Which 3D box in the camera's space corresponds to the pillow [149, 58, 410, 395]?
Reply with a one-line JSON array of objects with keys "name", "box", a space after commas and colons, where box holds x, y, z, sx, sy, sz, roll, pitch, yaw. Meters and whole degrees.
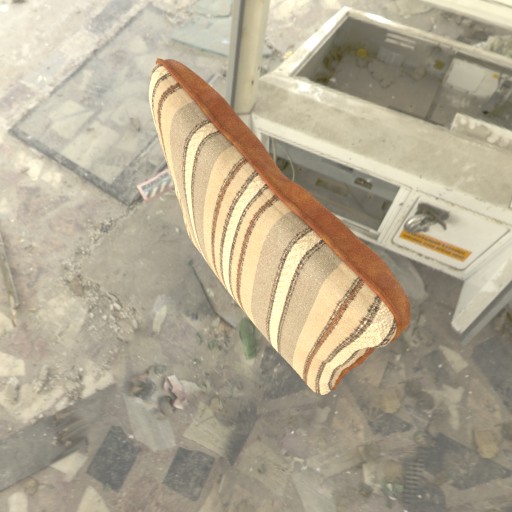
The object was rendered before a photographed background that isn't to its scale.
[{"name": "pillow", "box": [0.000, 0.000, 0.742, 0.130, 0.490, 0.489, -35, 70, -15]}]
